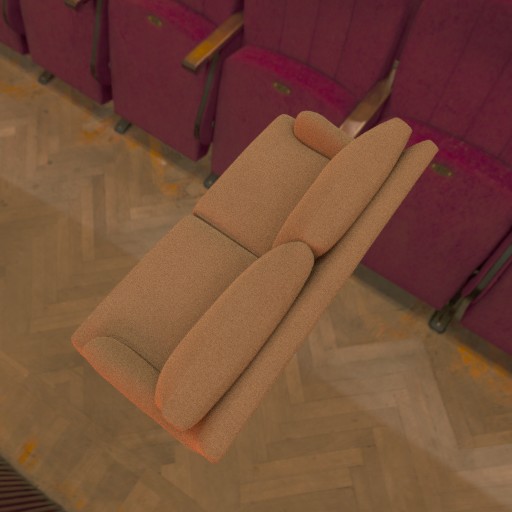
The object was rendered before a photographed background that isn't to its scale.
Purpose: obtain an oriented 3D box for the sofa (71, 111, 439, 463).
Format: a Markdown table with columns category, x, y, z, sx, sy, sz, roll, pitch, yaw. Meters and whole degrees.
| category | x | y | z | sx | sy | sz | roll | pitch | yaw |
| --- | --- | --- | --- | --- | --- | --- | --- | --- | --- |
| sofa | 0.000 | 0.000 | 2.614 | 1.091 | 0.997 | 2.070 | 33 | 68 | 15 |
